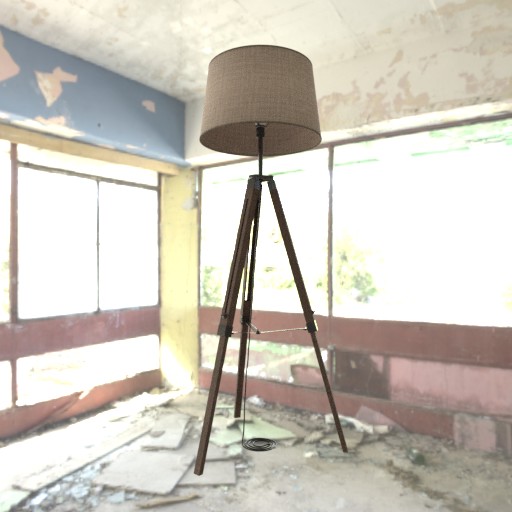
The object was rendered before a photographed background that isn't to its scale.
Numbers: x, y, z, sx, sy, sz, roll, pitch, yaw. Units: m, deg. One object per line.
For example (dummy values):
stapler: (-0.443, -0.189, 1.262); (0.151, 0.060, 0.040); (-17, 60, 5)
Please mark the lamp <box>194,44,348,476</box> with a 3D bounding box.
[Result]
lamp: (0.000, 0.000, 1.834); (0.604, 1.510, 0.587); (0, -1, -20)
